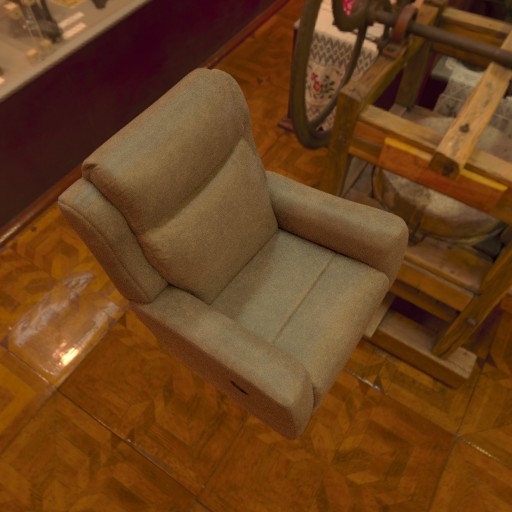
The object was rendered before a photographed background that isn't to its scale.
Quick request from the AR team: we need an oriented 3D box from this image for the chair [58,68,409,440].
[{"bbox_3d":[0.000,0.000,1.883,1.068,1.116,0.965,31,63,18],"label":"chair"}]
